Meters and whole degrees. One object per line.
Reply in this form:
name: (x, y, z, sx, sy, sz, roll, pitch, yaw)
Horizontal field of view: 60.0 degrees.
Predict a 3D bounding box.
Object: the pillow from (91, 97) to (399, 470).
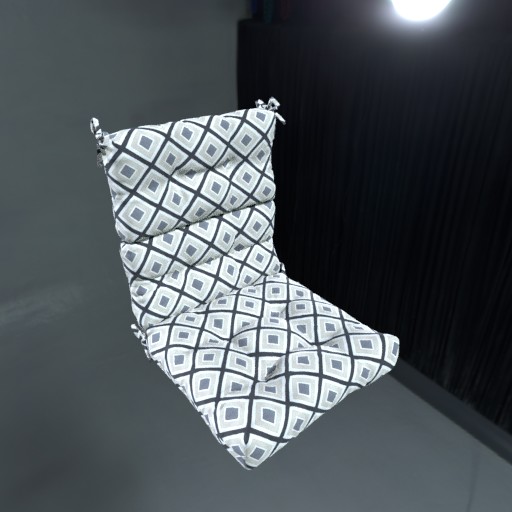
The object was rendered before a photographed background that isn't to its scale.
pillow: (0.000, 0.000, 1.031, 0.519, 0.605, 0.571, -21, 36, -32)
